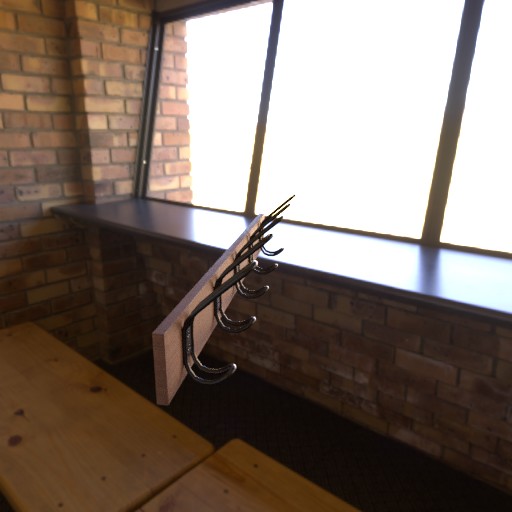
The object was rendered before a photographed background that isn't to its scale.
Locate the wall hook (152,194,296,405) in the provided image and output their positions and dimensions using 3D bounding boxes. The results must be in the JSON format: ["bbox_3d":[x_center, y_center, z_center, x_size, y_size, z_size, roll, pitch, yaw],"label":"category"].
[{"bbox_3d":[0.000,0.000,0.611,0.076,0.116,0.554,2,16,9],"label":"wall hook"}]
